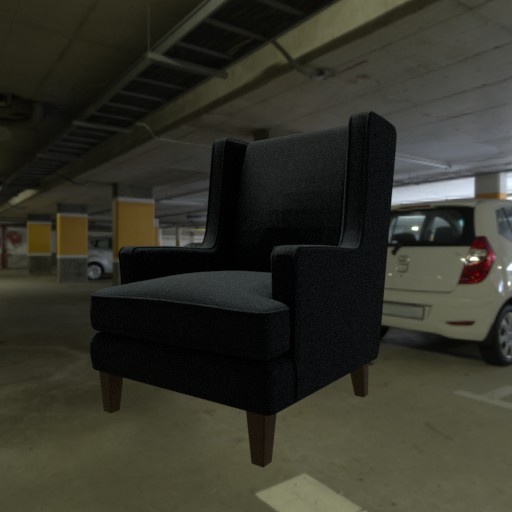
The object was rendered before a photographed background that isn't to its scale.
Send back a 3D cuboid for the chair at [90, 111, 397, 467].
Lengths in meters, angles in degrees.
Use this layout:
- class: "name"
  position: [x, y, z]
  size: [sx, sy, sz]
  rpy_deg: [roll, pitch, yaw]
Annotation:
- class: "chair"
  position: [0.000, 0.000, 1.677]
  size: [0.764, 1.072, 0.947]
  rpy_deg: [1, 1, 36]
